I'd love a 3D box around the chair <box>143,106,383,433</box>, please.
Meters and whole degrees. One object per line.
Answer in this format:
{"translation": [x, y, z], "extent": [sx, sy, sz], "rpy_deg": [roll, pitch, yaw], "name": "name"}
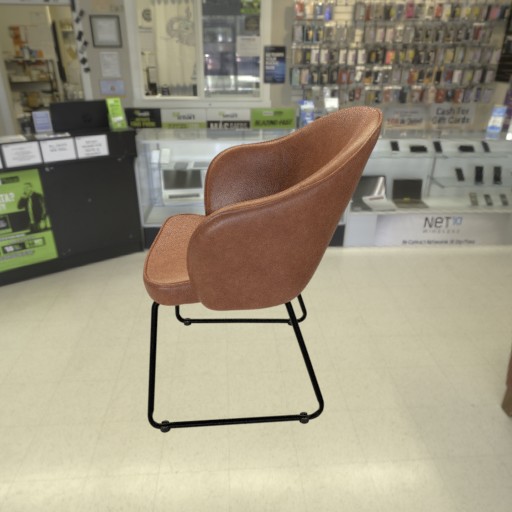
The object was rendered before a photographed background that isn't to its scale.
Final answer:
{"translation": [0.000, 0.000, 1.226], "extent": [0.580, 0.785, 0.582], "rpy_deg": [-1, 26, -1], "name": "chair"}
